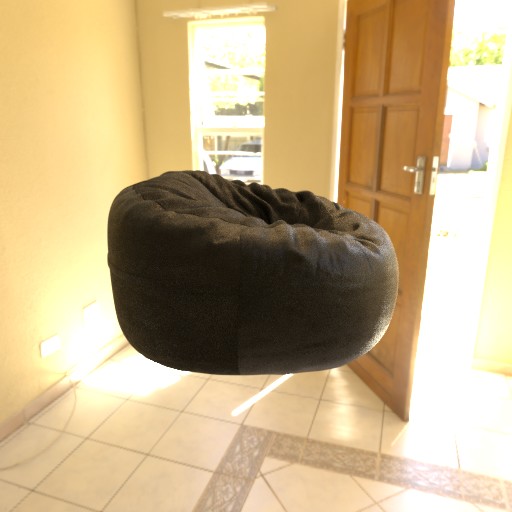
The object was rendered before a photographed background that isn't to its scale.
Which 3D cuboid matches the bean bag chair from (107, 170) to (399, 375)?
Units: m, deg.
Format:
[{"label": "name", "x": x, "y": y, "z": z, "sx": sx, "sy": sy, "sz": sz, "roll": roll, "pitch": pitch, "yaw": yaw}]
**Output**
[{"label": "bean bag chair", "x": 0.000, "y": 0.000, "z": 2.467, "sx": 1.524, "sy": 0.878, "sz": 1.524, "roll": 3, "pitch": 17, "yaw": 9}]
